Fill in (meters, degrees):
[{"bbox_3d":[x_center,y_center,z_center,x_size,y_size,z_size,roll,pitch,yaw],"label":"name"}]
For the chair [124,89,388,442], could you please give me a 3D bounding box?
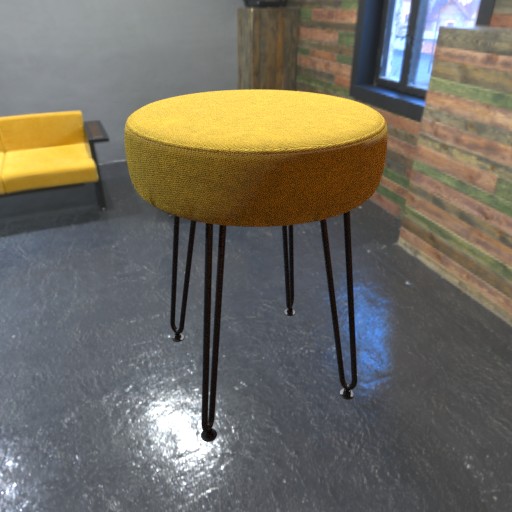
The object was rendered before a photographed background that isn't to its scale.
[{"bbox_3d":[0.000,0.000,0.694,0.345,0.455,0.345,-10,32,-17],"label":"chair"}]
